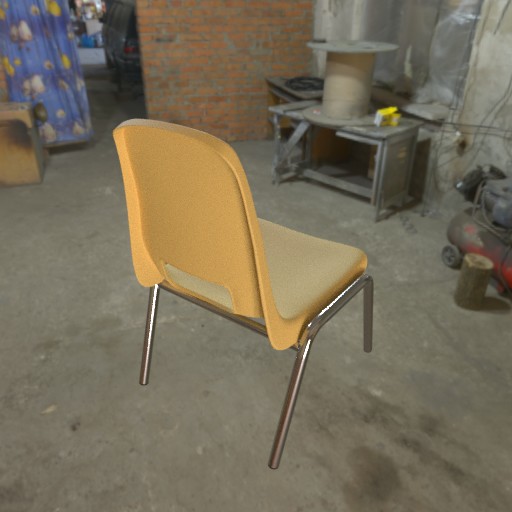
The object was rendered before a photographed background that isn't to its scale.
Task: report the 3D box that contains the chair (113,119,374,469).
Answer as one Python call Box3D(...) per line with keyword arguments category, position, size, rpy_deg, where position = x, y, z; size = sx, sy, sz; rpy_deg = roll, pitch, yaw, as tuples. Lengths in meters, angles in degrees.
Box3D(category="chair", position=(0.000, 0.000, 0.788), size=(0.354, 0.536, 0.385), rpy_deg=(20, 35, 30))
